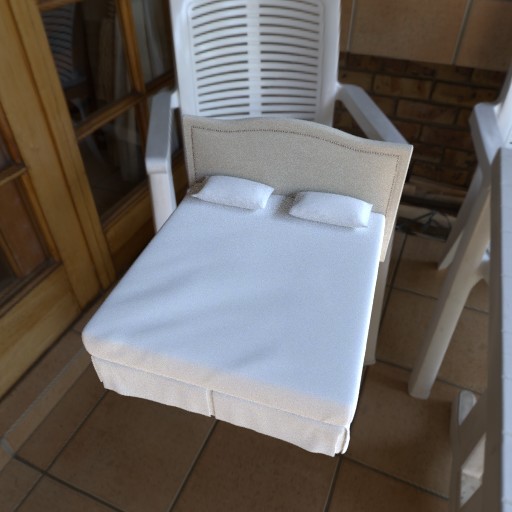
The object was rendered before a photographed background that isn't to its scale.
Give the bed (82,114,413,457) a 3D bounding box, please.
[{"bbox_3d":[0.000,0.000,3.564,2.083,1.421,2.182,12,43,13],"label":"bed"}]
